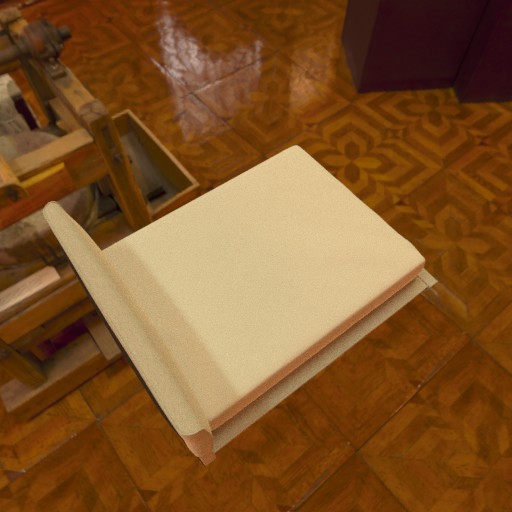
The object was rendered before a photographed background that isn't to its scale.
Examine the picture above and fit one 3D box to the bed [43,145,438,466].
[{"bbox_3d":[0.000,0.000,3.603,2.498,1.126,1.980,-32,63,-19],"label":"bed"}]
